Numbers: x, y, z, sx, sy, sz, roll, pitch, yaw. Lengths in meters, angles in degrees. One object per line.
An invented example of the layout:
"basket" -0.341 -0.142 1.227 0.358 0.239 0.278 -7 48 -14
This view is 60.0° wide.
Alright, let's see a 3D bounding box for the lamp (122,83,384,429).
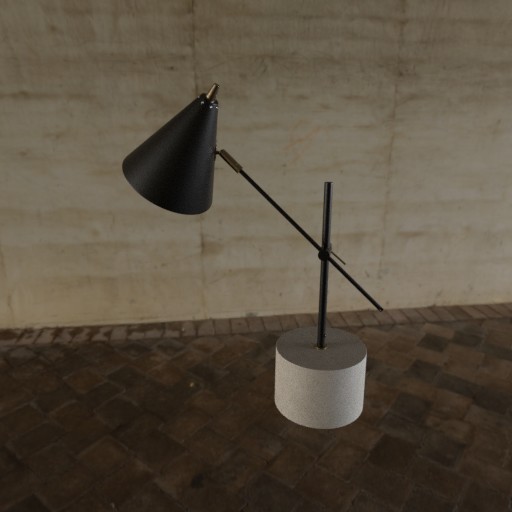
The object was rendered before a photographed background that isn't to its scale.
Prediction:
"lamp" 0.000 0.000 0.716 0.403 0.518 0.214 8 19 24
